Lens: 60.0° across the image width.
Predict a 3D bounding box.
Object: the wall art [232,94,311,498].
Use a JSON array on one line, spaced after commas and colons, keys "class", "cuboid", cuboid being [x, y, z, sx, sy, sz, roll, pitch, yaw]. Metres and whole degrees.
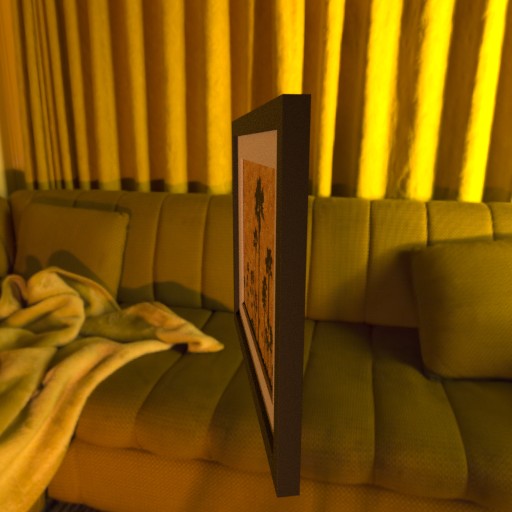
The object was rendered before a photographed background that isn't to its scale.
[{"class": "wall art", "cuboid": [0.000, 0.000, 0.748, 0.028, 0.460, 0.561, -2, 14, -8]}]
